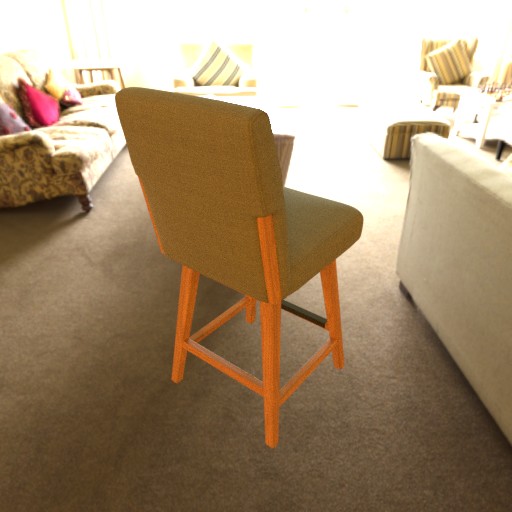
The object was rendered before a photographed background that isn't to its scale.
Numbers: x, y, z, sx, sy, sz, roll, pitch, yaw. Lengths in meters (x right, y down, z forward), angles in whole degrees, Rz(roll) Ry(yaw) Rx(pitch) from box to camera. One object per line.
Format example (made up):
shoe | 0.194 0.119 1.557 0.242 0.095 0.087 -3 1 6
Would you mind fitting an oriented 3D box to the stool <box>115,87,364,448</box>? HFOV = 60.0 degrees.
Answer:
stool | 0.000 0.000 1.362 0.459 1.019 0.570 22 37 32
